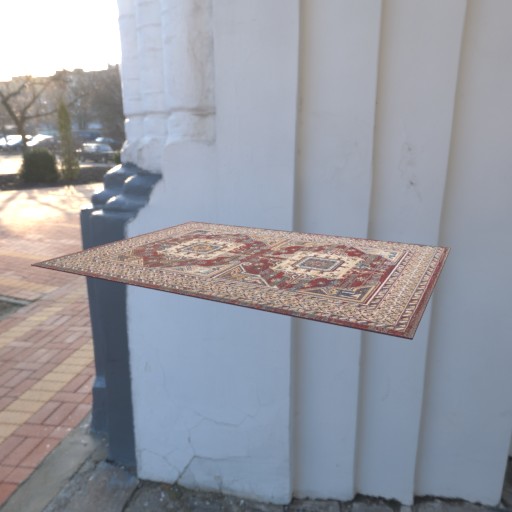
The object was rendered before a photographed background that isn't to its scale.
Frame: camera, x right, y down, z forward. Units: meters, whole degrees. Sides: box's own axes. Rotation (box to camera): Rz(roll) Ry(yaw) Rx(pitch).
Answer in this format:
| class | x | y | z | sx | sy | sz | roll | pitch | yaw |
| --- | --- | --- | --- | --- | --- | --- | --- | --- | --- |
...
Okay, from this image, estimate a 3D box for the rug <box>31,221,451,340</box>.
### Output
| class | x | y | z | sx | sy | sz | roll | pitch | yaw |
| --- | --- | --- | --- | --- | --- | --- | --- | --- | --- |
| rug | 0.000 | 0.000 | 4.177 | 3.197 | 0.013 | 2.381 | 8 | 17 | 27 |
